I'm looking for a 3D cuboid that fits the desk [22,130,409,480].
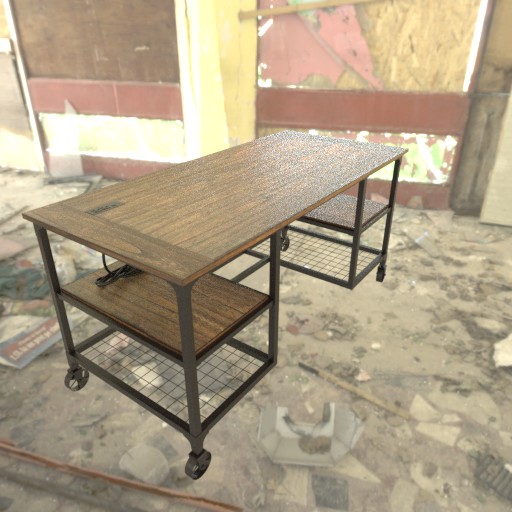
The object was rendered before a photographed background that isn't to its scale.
[{"bbox_3d":[0.000,0.000,1.959,0.711,0.751,1.590,19,33,32],"label":"desk"}]
